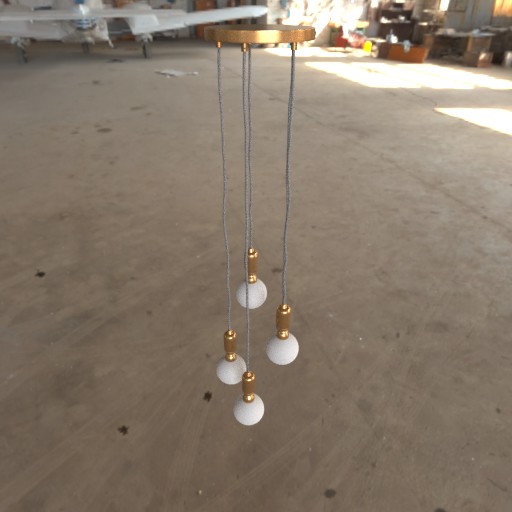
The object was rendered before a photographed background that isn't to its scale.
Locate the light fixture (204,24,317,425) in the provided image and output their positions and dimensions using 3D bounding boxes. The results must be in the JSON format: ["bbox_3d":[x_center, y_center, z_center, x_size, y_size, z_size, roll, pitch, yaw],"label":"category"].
[{"bbox_3d":[0.000,0.000,0.497,0.105,0.457,0.108,1,30,2],"label":"light fixture"}]
